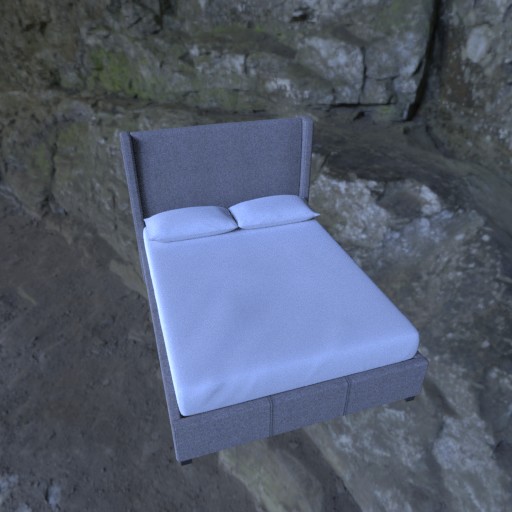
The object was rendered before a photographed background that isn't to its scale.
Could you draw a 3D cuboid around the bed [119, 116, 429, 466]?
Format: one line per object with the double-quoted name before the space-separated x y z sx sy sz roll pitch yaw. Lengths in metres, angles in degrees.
"bed" 0.000 0.000 3.450 1.714 1.476 2.245 -10 34 -15
